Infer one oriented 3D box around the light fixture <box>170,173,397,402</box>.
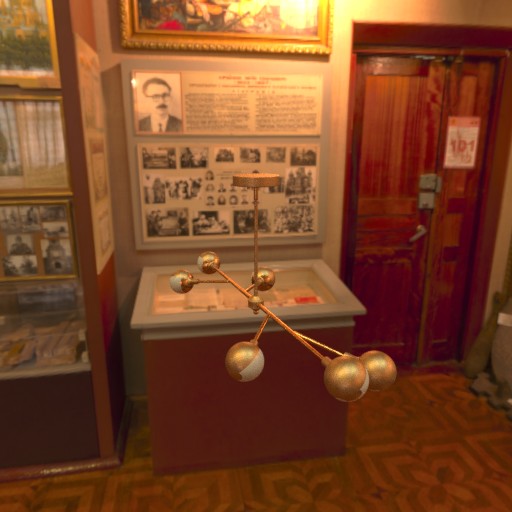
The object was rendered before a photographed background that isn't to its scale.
[{"bbox_3d":[0.000,0.000,1.007,0.434,0.362,0.778,-2,15,-7],"label":"light fixture"}]
